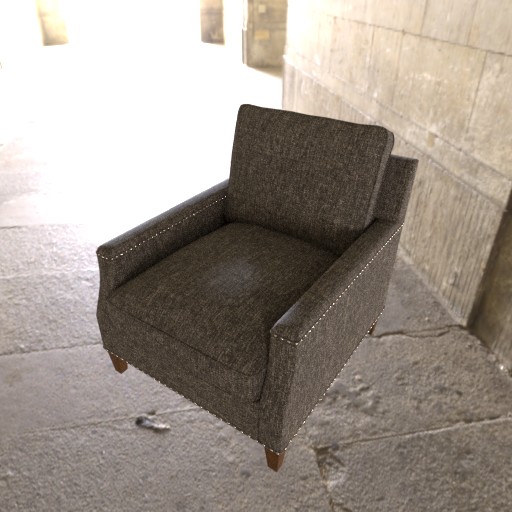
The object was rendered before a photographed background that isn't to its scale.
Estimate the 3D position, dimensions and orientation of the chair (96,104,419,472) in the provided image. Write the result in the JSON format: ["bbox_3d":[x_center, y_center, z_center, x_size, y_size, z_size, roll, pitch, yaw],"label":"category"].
[{"bbox_3d":[0.000,0.000,1.735,0.853,0.943,1.014,20,37,29],"label":"chair"}]
